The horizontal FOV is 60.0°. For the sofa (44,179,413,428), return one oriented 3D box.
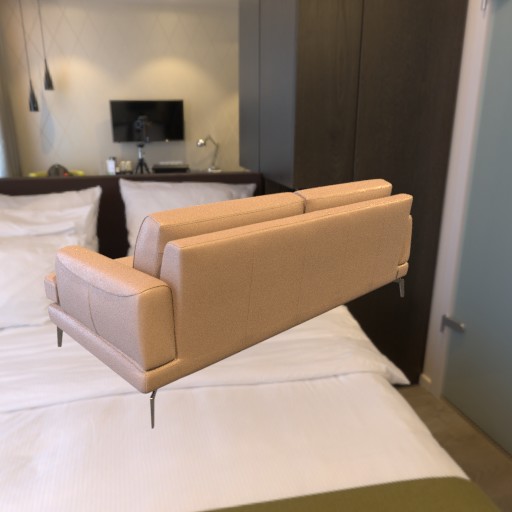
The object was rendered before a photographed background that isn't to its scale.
[{"bbox_3d":[0.000,0.000,2.434,1.940,0.765,0.974,-15,22,-42],"label":"sofa"}]
